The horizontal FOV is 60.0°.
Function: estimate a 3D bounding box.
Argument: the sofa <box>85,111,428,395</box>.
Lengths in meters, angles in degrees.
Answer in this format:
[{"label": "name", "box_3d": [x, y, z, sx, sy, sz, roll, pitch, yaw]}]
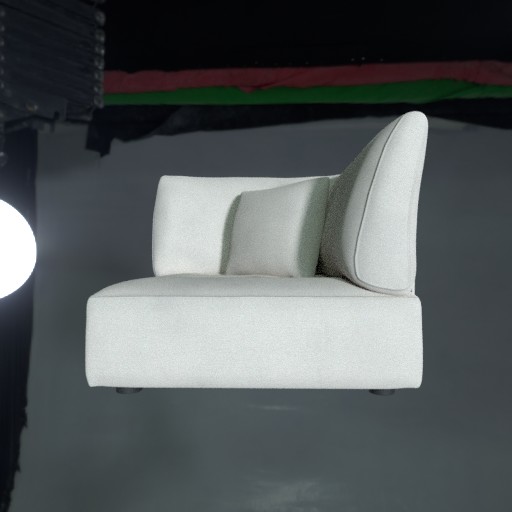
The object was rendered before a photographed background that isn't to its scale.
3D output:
[{"label": "sofa", "box_3d": [0.000, 0.000, 1.734, 1.000, 0.820, 1.000, 0, -1, 1]}]
